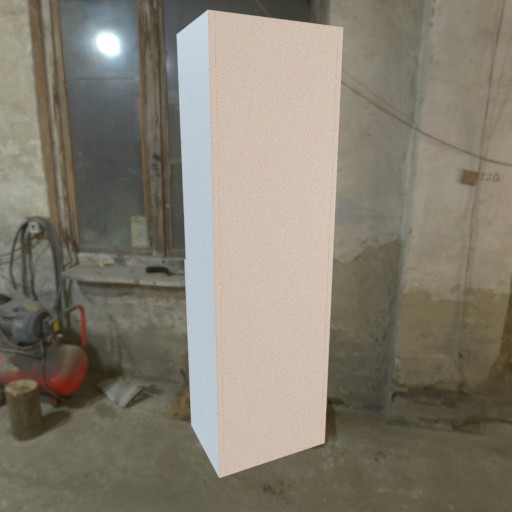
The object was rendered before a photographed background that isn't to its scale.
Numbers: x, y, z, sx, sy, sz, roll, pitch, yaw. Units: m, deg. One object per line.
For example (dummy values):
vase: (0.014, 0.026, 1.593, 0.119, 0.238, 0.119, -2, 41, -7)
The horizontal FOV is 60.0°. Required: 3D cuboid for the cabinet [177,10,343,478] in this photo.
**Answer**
cabinet: (0.000, 0.000, 1.459, 0.400, 1.350, 0.300, -7, 16, -24)
